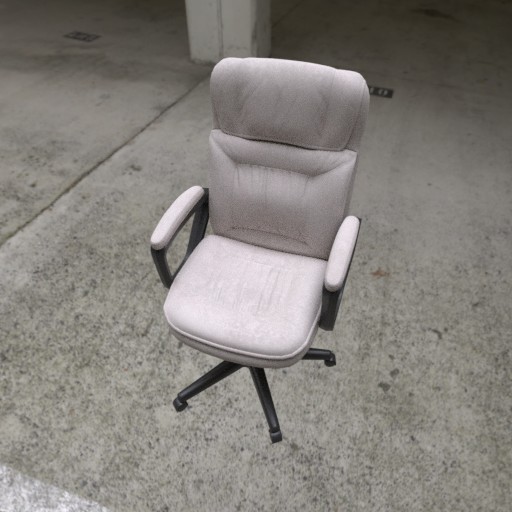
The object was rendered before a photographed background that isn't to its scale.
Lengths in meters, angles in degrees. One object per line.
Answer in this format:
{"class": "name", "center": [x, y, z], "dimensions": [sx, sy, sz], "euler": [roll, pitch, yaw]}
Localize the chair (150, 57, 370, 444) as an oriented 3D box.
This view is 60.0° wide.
{"class": "chair", "center": [0.000, 0.000, 1.520], "dimensions": [0.667, 1.105, 0.724], "euler": [13, 43, 14]}
